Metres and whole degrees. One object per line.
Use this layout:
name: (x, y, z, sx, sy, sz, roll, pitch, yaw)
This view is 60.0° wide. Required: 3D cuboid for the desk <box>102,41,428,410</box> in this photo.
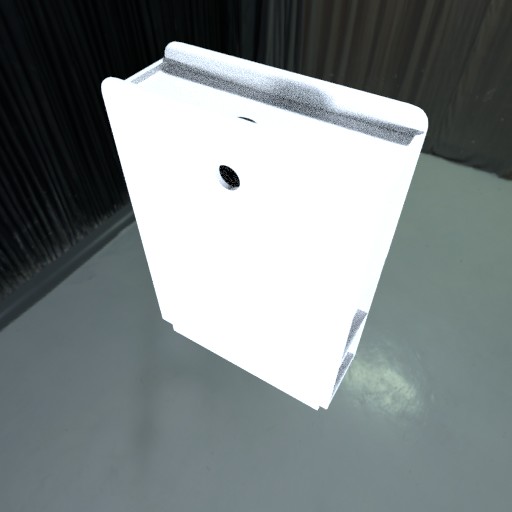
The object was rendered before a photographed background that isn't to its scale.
desk: (0.000, 0.000, 1.523, 0.795, 1.190, 0.278, 24, 52, 21)
